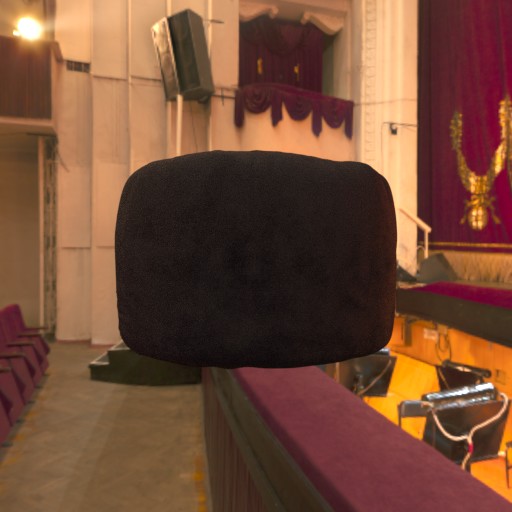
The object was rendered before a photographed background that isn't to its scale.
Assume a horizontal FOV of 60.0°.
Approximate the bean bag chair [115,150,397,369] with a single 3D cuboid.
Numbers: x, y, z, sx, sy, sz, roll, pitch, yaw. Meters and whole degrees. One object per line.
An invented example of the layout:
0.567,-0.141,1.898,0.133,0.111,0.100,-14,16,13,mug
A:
0.000,0.000,1.996,1.219,0.762,1.219,0,0,0,bean bag chair
